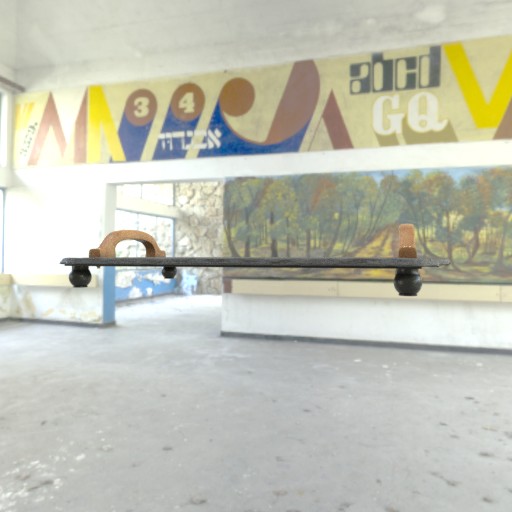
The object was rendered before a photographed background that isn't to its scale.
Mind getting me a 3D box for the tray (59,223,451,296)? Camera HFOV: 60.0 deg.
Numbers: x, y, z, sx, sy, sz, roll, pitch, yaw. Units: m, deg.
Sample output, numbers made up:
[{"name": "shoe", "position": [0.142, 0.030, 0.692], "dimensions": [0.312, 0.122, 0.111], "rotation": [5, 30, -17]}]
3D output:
[{"name": "tray", "position": [0.000, 0.000, 0.480], "dimensions": [0.387, 0.062, 0.231], "rotation": [0, 0, 18]}]
